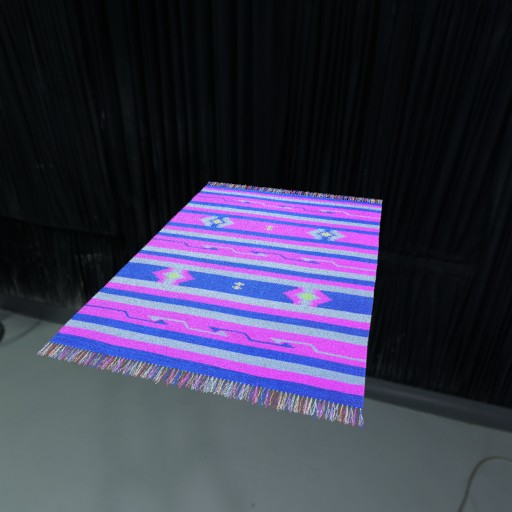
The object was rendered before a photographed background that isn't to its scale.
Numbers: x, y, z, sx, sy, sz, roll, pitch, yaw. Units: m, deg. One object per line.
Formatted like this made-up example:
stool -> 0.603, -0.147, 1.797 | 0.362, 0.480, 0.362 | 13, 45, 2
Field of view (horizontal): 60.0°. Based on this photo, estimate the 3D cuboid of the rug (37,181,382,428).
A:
rug -> 0.000, 0.000, 2.896 | 1.539, 0.013, 2.350 | 8, 32, 13
